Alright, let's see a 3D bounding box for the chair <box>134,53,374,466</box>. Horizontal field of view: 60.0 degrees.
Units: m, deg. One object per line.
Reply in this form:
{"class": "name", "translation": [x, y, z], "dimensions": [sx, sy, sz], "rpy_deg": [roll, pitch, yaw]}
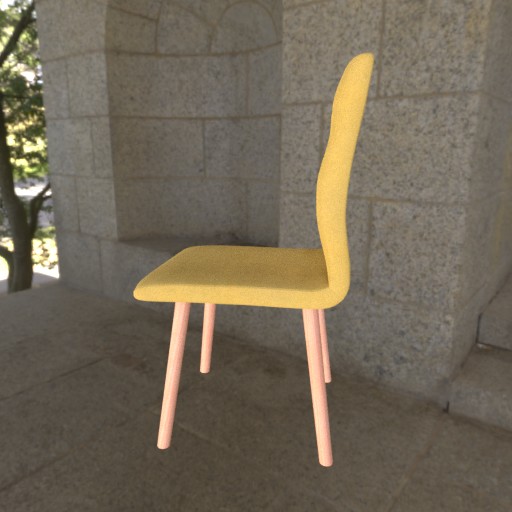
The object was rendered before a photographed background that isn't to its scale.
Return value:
{"class": "chair", "translation": [0.000, 0.000, 1.248], "dimensions": [0.550, 0.965, 0.450], "rpy_deg": [2, 14, 9]}
